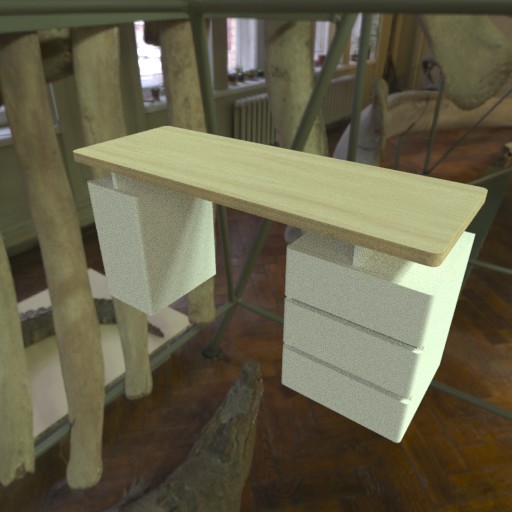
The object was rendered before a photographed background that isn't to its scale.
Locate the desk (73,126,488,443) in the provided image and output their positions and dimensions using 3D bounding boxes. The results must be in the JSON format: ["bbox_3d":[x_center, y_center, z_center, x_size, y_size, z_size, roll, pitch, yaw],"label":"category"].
[{"bbox_3d":[0.000,0.000,1.834,1.500,0.755,0.550,20,35,31],"label":"desk"}]
